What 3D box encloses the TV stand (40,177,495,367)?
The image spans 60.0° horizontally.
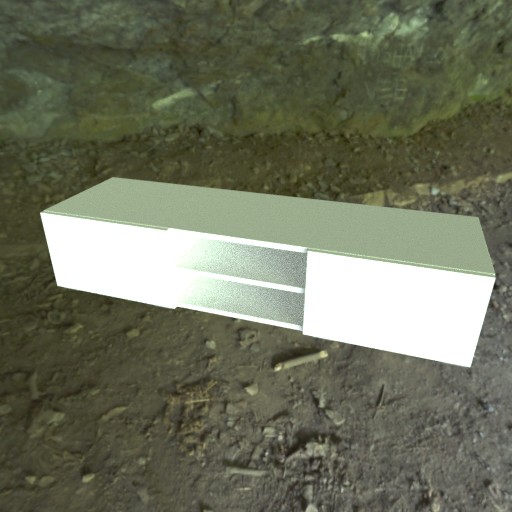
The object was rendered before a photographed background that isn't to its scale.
[{"bbox_3d":[0.000,0.000,1.548,1.400,0.310,0.420,9,28,16],"label":"TV stand"}]
